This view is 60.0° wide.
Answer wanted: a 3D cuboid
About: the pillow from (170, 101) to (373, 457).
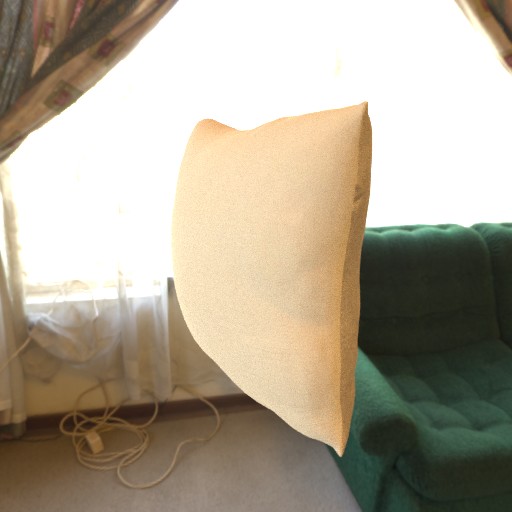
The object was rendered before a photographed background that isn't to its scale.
[{"bbox_3d":[0.000,0.000,0.716,0.245,0.448,0.450,-7,16,-27],"label":"pillow"}]
